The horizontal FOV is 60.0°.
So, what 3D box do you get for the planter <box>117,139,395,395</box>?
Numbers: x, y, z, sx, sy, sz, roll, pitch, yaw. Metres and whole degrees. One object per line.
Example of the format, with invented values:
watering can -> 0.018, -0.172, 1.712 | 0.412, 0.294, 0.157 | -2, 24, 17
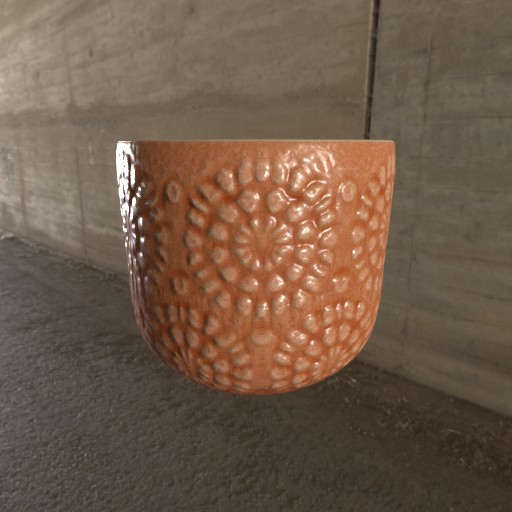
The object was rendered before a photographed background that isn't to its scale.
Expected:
planter -> 0.000, 0.000, 0.217 | 0.124, 0.109, 0.124 | 0, 14, 0
